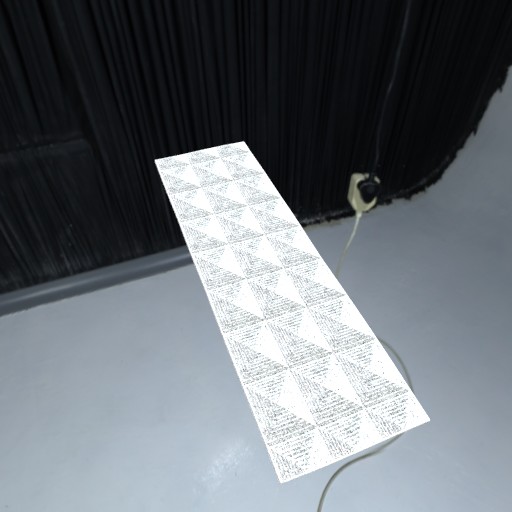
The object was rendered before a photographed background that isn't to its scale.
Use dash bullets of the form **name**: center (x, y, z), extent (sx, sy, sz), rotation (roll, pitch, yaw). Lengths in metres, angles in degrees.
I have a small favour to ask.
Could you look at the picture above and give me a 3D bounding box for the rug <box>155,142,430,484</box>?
- **rug**: center (0.000, 0.000, 2.358), extent (0.645, 0.015, 2.182), rotation (-15, 48, -14)
